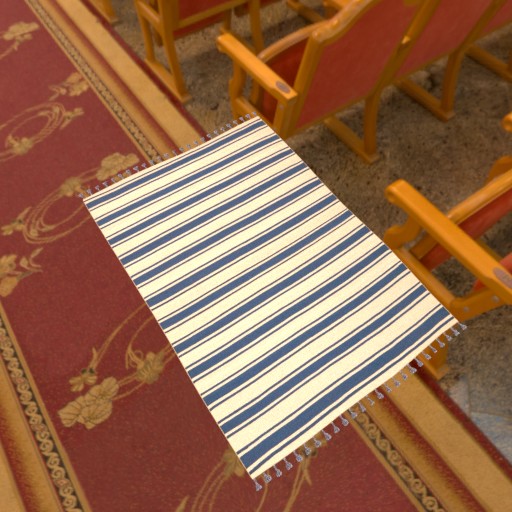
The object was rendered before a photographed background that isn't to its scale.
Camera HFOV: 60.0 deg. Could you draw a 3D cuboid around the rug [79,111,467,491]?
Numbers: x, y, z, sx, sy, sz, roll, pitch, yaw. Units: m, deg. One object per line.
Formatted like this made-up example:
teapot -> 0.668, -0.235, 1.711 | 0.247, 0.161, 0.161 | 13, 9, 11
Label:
rug -> 0.000, 0.000, 2.933 | 1.544, 0.010, 2.315 | -30, 64, -17
